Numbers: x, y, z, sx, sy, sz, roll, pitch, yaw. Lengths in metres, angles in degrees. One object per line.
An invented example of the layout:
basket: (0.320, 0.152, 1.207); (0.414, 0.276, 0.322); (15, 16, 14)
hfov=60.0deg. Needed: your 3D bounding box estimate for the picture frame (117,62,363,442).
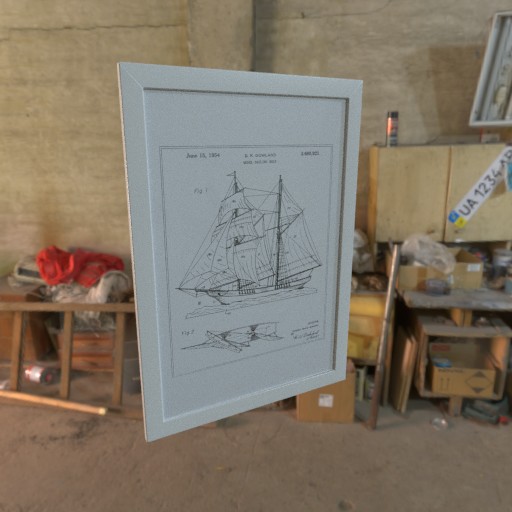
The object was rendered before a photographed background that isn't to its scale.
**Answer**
picture frame: (0.000, 0.000, 0.692); (0.381, 0.534, 0.012); (-8, 17, -27)
